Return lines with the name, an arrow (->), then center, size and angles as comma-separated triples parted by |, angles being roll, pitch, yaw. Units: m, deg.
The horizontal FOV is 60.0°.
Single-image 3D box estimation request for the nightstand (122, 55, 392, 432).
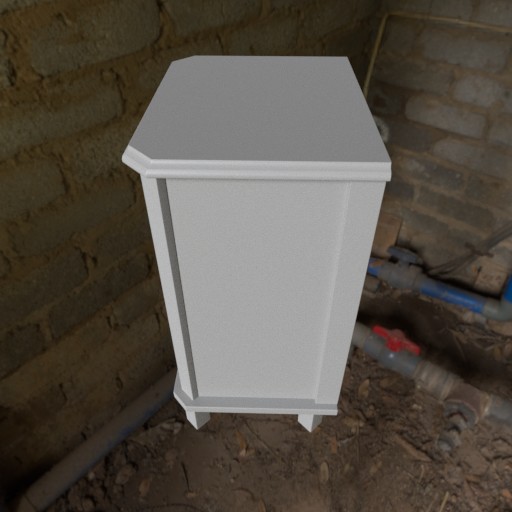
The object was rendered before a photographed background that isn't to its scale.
nightstand -> 0.000, 0.000, 0.940 | 0.350, 0.680, 0.450 | 1, 41, 1
